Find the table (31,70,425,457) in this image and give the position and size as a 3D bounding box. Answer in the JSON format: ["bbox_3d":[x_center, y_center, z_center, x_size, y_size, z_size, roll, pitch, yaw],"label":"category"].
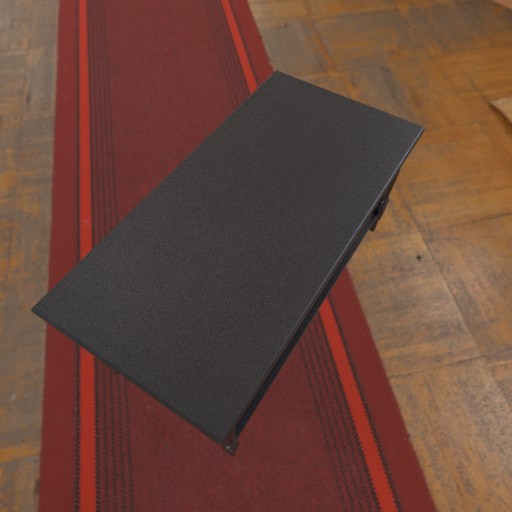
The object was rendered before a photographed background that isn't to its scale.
[{"bbox_3d":[0.000,0.000,1.426,0.550,0.510,1.107,28,61,17],"label":"table"}]
